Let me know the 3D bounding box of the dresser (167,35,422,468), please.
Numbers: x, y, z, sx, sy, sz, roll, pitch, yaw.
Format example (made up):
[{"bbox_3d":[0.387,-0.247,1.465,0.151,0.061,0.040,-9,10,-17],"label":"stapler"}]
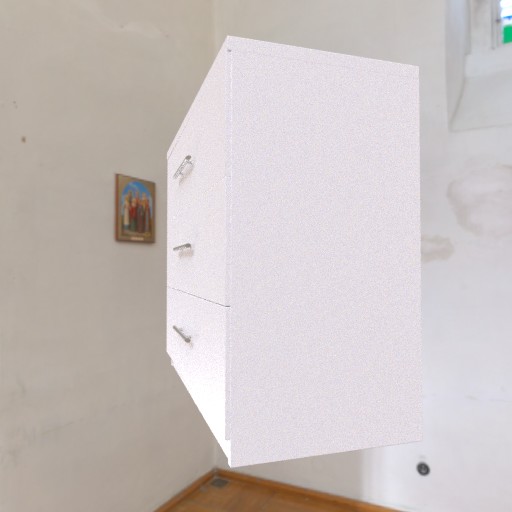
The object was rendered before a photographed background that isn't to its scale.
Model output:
[{"bbox_3d":[0.000,0.000,1.206,0.420,0.740,0.830,0,-2,-18],"label":"dresser"}]
